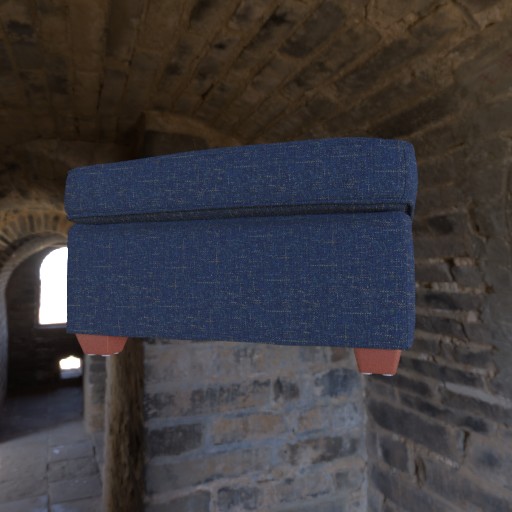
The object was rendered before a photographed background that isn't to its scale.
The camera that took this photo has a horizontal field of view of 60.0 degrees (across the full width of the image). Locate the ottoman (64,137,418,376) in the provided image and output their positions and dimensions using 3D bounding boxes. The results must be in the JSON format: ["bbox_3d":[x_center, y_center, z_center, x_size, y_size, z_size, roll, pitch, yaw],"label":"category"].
[{"bbox_3d":[0.000,0.000,1.098,0.749,0.450,0.549,-1,-2,18],"label":"ottoman"}]
